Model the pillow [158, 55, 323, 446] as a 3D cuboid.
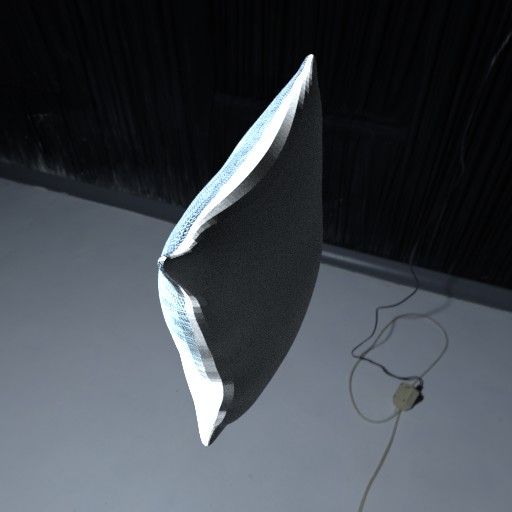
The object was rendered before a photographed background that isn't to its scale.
[{"bbox_3d":[0.000,0.000,0.667,0.182,0.441,0.440,17,50,15],"label":"pillow"}]
